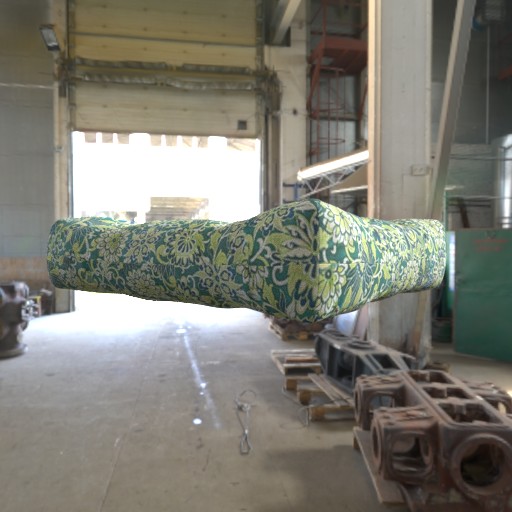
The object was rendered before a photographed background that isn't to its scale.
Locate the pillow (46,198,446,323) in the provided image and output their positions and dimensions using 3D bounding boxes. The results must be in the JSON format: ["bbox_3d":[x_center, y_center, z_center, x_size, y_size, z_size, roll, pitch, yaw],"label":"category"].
[{"bbox_3d":[0.000,0.000,0.718,0.490,0.128,0.468,1,2,36],"label":"pillow"}]
